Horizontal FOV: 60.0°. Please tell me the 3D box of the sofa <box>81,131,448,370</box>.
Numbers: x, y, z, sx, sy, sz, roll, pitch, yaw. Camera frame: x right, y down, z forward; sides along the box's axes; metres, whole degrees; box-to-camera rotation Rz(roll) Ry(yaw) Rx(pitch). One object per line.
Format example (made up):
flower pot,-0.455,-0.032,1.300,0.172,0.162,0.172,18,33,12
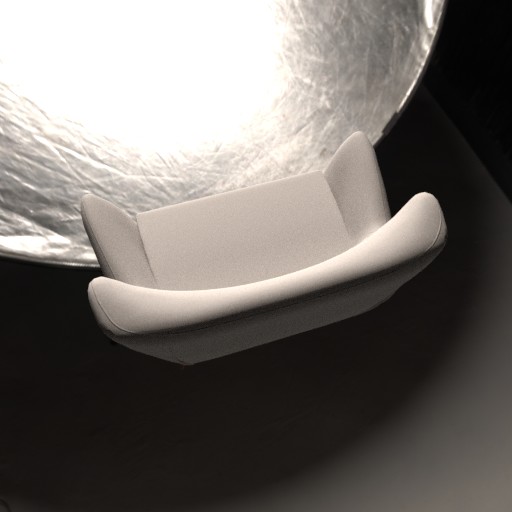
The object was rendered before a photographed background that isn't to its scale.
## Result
sofa,0.000,0.000,2.053,1.424,0.878,0.921,-15,60,-9
